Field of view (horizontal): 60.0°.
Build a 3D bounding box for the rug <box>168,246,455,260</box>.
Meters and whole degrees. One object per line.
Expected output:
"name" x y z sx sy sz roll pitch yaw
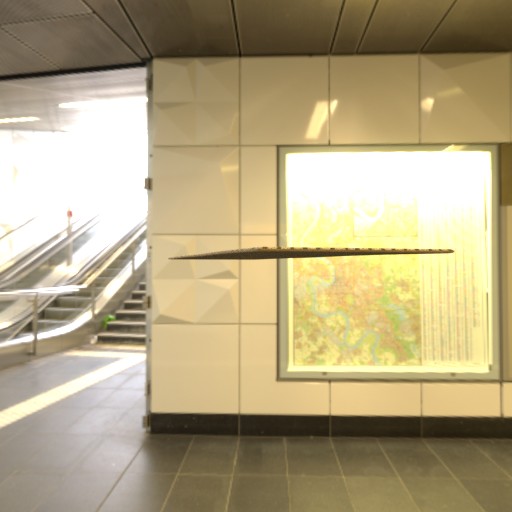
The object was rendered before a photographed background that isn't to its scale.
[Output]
"rug" 0.000 0.000 2.678 0.773 0.020 2.439 0 -1 -18
